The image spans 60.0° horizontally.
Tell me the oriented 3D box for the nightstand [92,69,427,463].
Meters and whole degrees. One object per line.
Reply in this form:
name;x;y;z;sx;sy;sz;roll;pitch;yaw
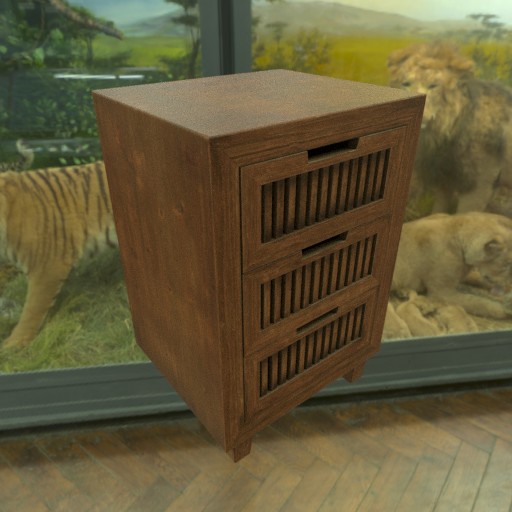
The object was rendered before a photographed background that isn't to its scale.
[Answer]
nightstand;0.000;0.000;0.986;0.465;0.695;0.410;-22;37;-32
